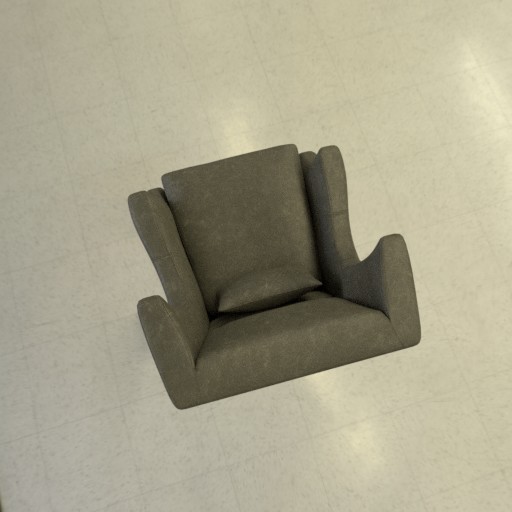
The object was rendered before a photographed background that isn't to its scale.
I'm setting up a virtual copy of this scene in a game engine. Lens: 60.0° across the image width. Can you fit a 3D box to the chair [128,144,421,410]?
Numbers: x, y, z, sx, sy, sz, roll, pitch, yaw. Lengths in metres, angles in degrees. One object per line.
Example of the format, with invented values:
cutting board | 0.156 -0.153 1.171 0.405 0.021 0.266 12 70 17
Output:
chair | 0.000 0.000 1.722 0.853 1.016 0.926 -14 76 -4
